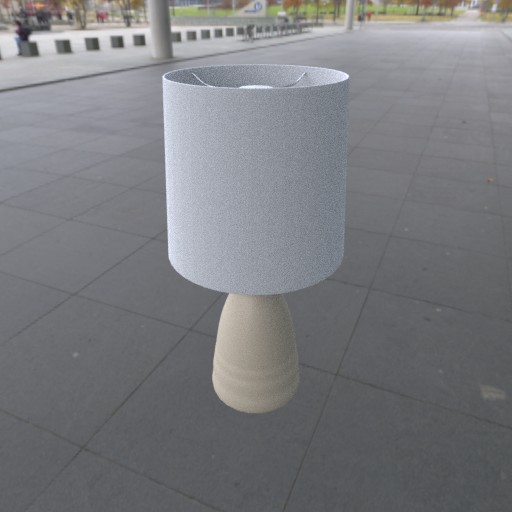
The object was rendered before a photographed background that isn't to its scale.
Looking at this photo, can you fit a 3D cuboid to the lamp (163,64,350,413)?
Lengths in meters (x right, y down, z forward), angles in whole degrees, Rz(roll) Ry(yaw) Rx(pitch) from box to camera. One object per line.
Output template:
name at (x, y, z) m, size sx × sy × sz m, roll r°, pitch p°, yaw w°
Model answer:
lamp at (0.000, 0.000, 0.484) m, size 0.186 × 0.369 × 0.186 m, roll 0°, pitch 29°, yaw 0°
